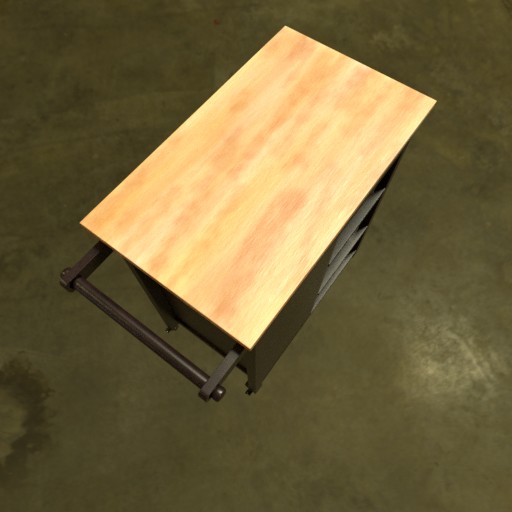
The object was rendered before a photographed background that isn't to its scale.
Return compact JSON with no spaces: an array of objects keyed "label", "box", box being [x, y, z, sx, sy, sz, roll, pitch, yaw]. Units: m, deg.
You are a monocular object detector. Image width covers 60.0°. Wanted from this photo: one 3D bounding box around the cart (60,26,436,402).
[{"label":"cart","box":[0.000,0.000,1.424,0.472,0.878,0.914,34,69,15]}]
